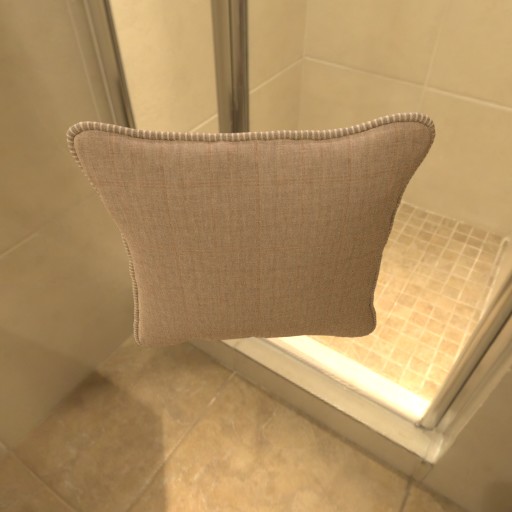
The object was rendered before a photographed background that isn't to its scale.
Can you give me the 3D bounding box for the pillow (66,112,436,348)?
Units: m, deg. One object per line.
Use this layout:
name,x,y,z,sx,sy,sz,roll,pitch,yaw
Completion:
pillow,0.000,0.000,0.734,0.485,0.494,0.124,-3,45,-3
